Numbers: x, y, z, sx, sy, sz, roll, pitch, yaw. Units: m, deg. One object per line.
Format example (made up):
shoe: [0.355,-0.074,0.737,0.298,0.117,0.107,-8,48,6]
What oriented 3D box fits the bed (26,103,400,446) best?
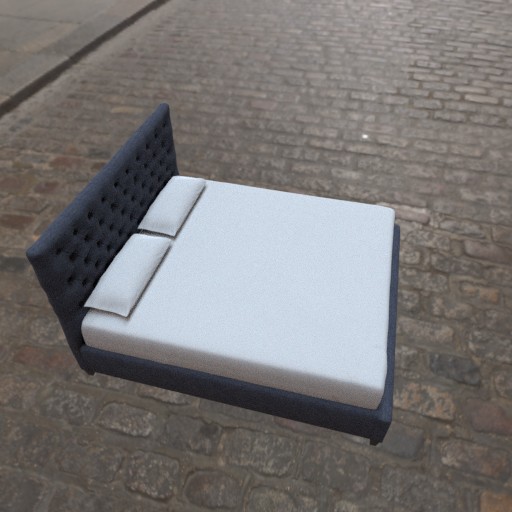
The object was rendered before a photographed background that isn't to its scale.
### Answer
bed: [0.000,0.000,3.630,2.387,1.427,2.078,10,45,10]
